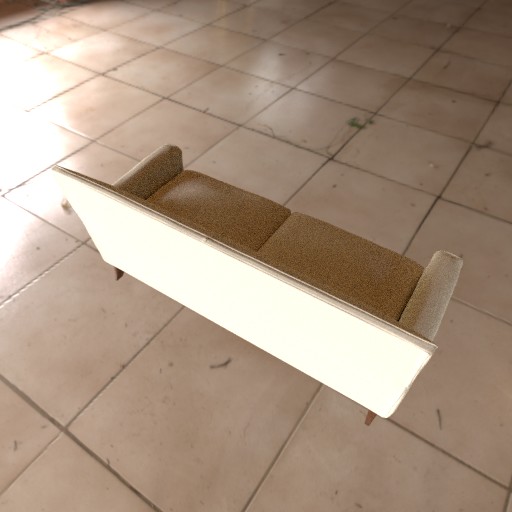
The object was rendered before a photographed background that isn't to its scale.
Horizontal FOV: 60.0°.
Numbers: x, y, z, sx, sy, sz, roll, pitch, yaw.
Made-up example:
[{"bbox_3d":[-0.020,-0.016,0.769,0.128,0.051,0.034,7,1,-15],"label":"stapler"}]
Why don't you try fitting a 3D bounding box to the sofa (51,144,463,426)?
[{"bbox_3d":[0.000,0.000,2.455,2.001,0.907,0.841,25,51,22],"label":"sofa"}]
